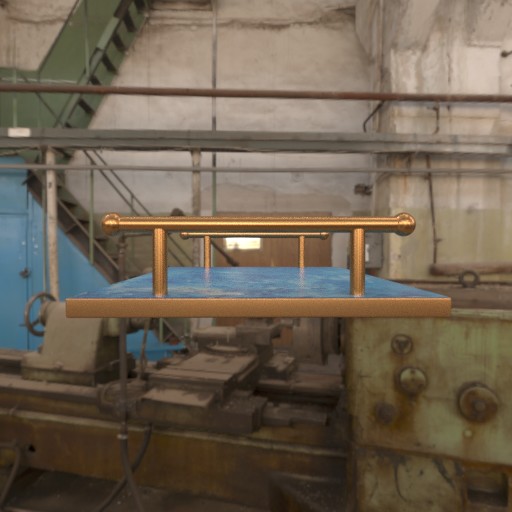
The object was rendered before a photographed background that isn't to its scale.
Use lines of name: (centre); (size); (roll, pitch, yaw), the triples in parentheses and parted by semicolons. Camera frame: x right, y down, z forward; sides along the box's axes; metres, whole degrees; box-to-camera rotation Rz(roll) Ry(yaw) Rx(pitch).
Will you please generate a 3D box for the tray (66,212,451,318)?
tray: (0.000, 0.000, 0.568); (0.304, 0.084, 0.444); (0, 2, -1)
